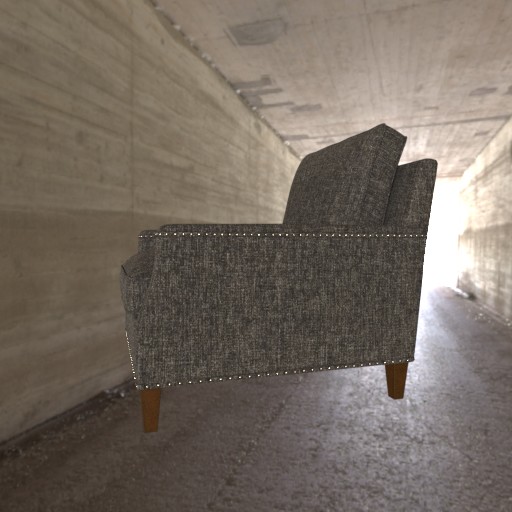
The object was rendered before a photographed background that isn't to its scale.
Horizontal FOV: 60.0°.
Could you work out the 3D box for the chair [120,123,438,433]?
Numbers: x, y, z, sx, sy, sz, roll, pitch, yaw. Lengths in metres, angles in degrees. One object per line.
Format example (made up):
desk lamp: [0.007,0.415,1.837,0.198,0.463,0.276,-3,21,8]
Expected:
chair: [0.000,0.000,1.730,1.014,0.943,0.853,-1,2,-18]
